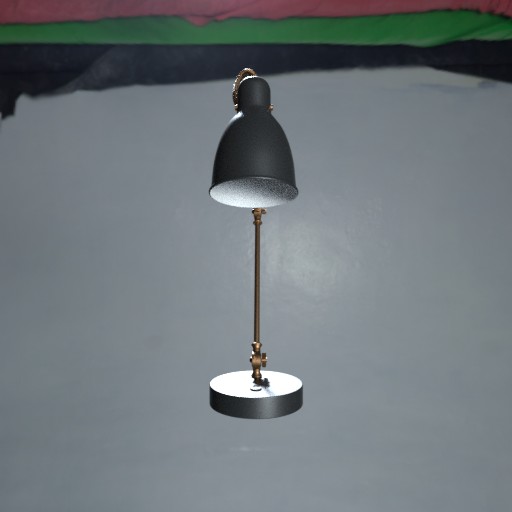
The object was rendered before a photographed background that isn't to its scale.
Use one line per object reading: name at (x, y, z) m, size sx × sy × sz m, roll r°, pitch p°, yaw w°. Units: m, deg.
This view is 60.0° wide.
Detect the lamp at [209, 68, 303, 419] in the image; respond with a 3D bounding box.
lamp at (0.000, 0.000, 0.859) m, size 0.187 × 0.587 × 0.561 m, roll 0°, pitch 0°, yaw 1°
